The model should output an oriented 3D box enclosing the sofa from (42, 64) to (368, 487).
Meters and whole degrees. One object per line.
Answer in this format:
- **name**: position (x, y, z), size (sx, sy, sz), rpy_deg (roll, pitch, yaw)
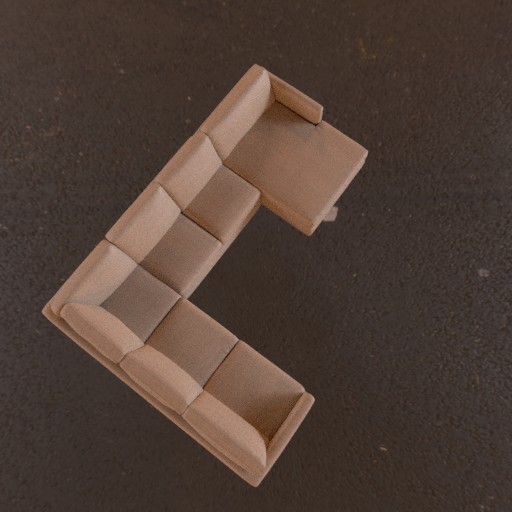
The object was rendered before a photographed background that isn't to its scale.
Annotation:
- **sofa**: position (0.000, 0.000, 4.597), size (2.594, 0.961, 3.460), rpy_deg (36, 78, 9)
